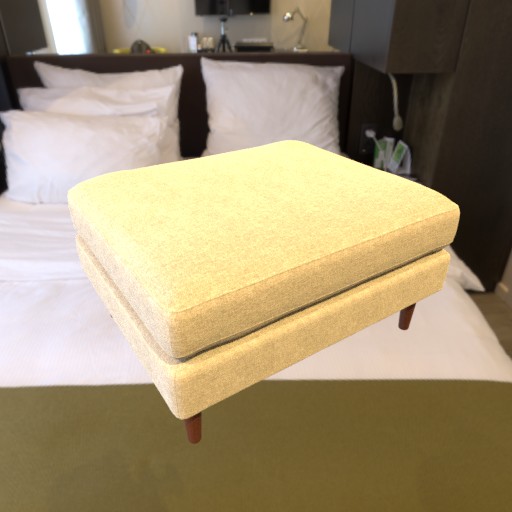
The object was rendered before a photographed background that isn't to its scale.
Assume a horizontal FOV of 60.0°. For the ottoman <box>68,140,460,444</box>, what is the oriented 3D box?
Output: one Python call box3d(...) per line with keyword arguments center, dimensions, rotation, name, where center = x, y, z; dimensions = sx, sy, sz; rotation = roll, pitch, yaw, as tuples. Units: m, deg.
box3d(center=(0.000, 0.000, 1.253), dimensions=(0.821, 0.474, 0.693), rotation=(-19, 35, -29), name="ottoman")
